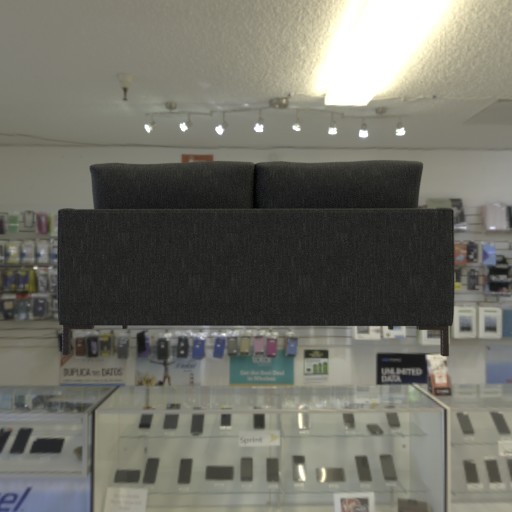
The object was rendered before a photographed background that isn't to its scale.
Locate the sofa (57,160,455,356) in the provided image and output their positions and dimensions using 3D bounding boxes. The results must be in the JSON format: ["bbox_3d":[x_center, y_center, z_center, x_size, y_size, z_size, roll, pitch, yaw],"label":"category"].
[{"bbox_3d":[0.000,0.000,2.298,1.716,0.862,0.866,0,-1,1],"label":"sofa"}]
